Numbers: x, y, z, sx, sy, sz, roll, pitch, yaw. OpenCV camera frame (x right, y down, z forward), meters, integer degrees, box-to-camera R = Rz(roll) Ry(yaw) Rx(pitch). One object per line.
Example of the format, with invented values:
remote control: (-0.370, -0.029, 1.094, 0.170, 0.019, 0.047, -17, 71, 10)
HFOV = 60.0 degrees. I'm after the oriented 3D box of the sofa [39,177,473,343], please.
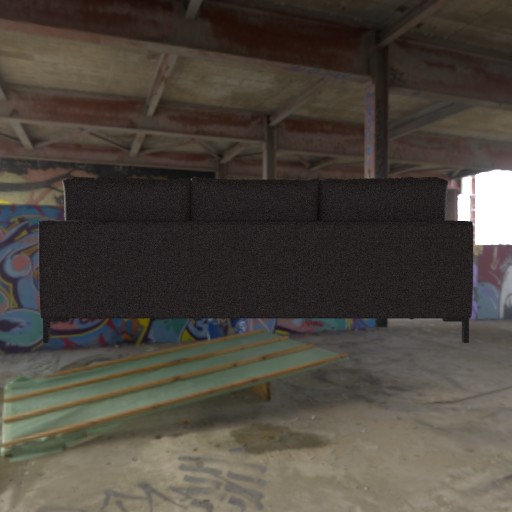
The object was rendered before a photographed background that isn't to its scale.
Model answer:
sofa: (0.000, 0.000, 2.688, 2.253, 0.882, 0.876, 0, 1, 0)
